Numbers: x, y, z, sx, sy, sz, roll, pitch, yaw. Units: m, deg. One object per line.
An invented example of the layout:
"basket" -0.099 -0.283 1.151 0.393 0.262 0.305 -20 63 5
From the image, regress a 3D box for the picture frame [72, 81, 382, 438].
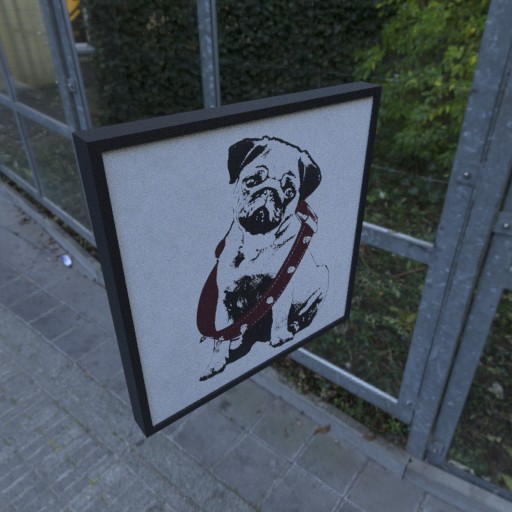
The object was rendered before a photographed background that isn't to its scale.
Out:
"picture frame" 0.000 0.000 0.478 0.317 0.317 0.030 -22 38 -32
